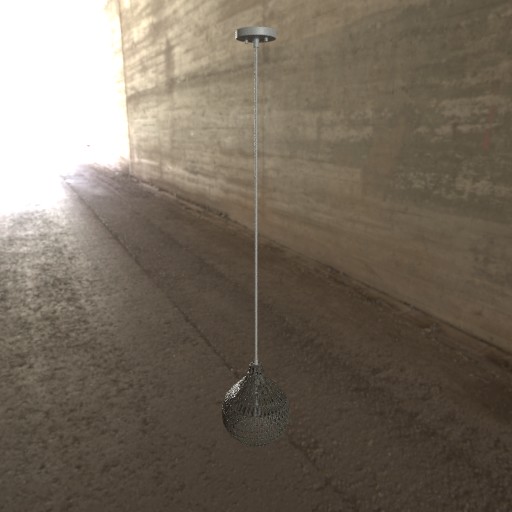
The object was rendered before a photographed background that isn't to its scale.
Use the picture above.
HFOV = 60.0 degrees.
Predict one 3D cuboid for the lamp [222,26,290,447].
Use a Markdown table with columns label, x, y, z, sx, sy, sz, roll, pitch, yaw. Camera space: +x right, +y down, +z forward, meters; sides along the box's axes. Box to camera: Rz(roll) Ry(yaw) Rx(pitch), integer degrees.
| label | x | y | z | sx | sy | sz | roll | pitch | yaw |
| --- | --- | --- | --- | --- | --- | --- | --- | --- | --- |
| lamp | 0.000 | 0.000 | 2.080 | 0.355 | 1.919 | 0.355 | 8 | 17 | 26 |
